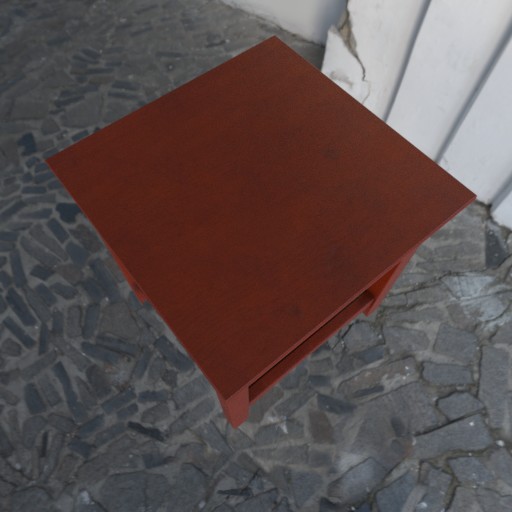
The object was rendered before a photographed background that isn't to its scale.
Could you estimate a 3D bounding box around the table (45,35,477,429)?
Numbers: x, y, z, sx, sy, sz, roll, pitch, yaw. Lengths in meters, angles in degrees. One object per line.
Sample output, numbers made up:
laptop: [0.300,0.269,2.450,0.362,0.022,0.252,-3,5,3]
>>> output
table: [0.000,0.000,0.968,0.523,0.558,0.522,-33,67,-16]
